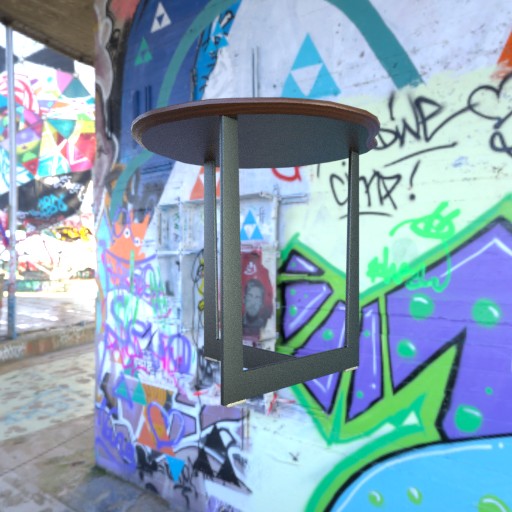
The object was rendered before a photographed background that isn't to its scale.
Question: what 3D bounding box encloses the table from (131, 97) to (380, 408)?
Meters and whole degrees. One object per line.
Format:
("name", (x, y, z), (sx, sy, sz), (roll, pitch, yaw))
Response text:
("table", (0.000, 0.000, 0.891), (0.494, 0.476, 0.477), (0, 0, 37))
